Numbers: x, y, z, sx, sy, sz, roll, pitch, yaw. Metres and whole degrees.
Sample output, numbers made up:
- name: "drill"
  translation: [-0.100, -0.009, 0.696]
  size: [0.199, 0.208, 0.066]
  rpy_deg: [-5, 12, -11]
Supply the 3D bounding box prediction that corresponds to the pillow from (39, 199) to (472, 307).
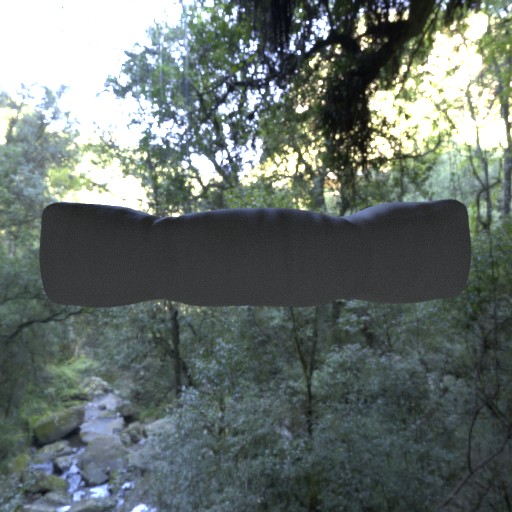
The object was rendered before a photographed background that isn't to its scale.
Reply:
- name: "pillow"
  translation: [0.000, 0.000, 0.710]
  size: [0.490, 0.128, 0.468]
  rpy_deg: [0, 0, 1]
